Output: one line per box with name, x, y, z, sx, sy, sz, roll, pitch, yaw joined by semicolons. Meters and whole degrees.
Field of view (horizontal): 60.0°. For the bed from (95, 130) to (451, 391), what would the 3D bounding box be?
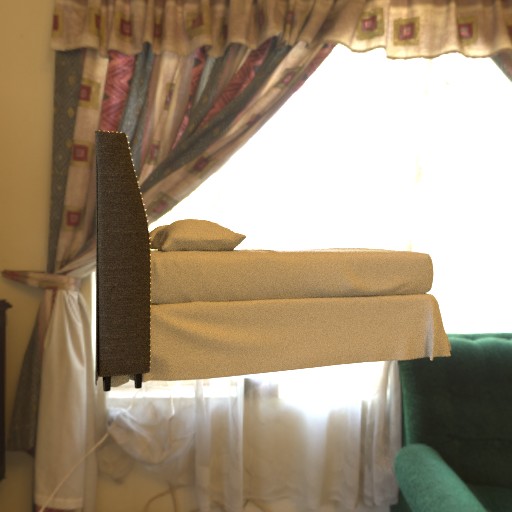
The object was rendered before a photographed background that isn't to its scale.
bed;0.000;0.000;3.427;2.276;1.332;1.925;0;1;-17
